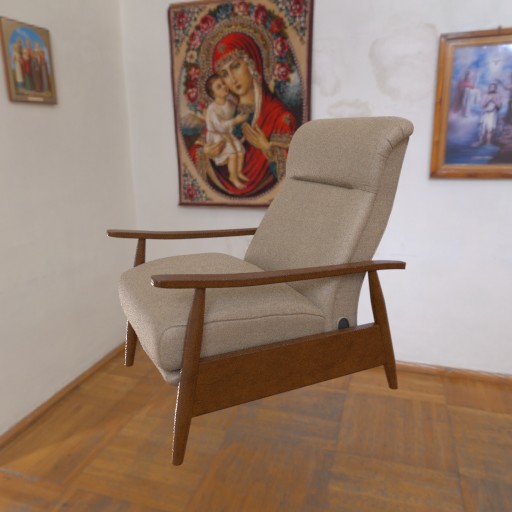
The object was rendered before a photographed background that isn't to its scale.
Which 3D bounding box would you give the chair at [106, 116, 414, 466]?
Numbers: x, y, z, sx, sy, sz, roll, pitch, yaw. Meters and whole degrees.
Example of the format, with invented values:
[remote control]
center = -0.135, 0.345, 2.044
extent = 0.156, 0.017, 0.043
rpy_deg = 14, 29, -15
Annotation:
[chair]
center = 0.000, 0.000, 1.793
extent = 1.030, 1.082, 0.762
rpy_deg = -8, 18, -27
